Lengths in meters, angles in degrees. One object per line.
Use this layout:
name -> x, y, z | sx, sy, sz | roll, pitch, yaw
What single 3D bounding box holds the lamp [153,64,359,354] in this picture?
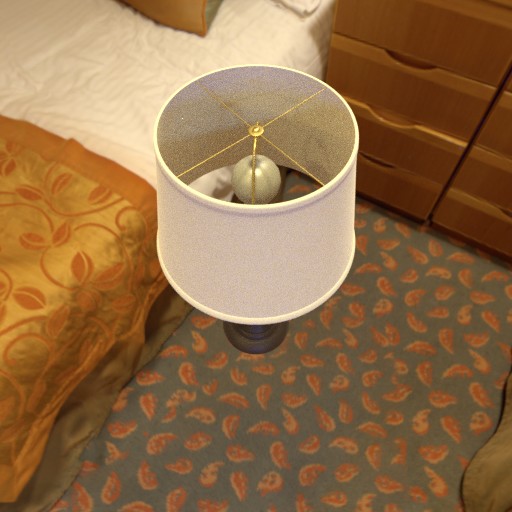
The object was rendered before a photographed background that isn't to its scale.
lamp -> 0.000, 0.000, 0.816 | 0.335, 0.611, 0.335 | 0, 58, 0
